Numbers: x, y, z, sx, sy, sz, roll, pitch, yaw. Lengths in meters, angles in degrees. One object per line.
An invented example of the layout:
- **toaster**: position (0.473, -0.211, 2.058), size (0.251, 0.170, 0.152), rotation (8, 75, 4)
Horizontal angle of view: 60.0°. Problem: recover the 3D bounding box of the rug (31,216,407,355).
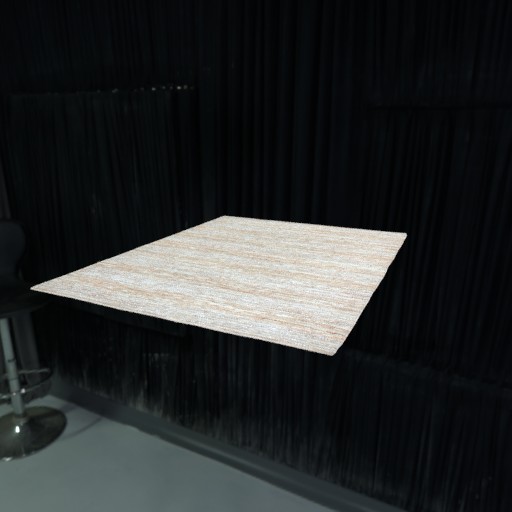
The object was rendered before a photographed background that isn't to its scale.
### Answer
- **rug**: position (0.000, 0.000, 4.056), size (2.313, 0.009, 2.939), rotation (8, 18, 24)
